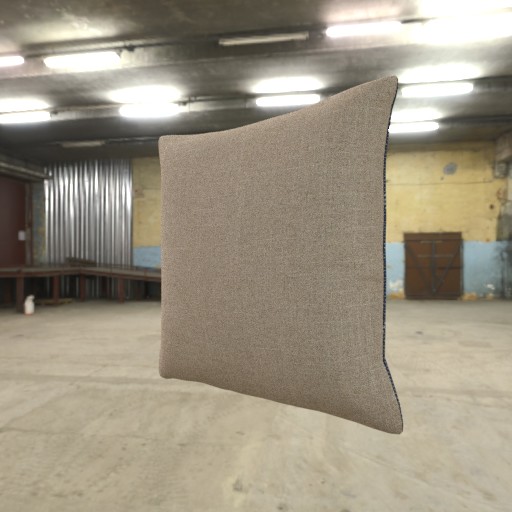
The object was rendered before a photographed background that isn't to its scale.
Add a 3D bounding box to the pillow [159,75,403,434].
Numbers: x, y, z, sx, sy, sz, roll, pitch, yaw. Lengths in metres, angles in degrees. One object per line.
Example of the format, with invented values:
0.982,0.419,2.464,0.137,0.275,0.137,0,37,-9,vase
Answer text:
0.000,0.000,0.659,0.435,0.428,0.148,0,-1,38,pillow
